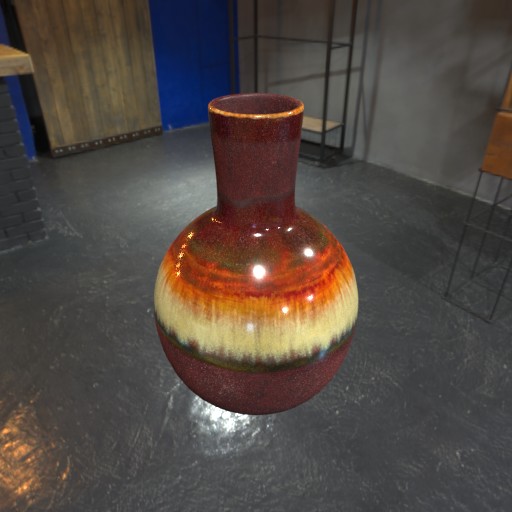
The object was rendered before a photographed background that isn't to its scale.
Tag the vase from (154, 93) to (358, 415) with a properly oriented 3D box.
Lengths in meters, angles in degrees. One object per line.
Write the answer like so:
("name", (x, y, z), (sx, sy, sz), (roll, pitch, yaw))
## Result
("vase", (0.000, 0.000, 0.231), (0.111, 0.154, 0.111), (0, 32, 0))
